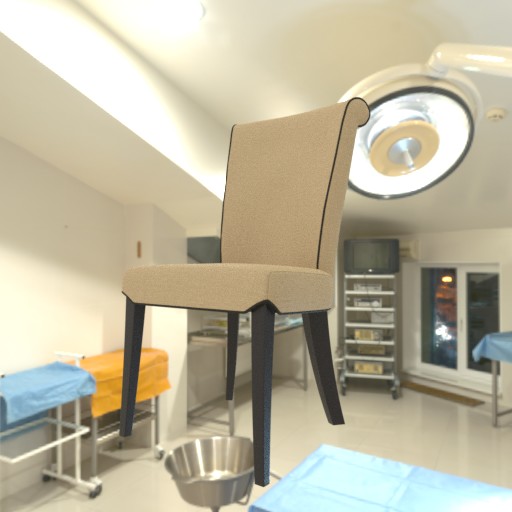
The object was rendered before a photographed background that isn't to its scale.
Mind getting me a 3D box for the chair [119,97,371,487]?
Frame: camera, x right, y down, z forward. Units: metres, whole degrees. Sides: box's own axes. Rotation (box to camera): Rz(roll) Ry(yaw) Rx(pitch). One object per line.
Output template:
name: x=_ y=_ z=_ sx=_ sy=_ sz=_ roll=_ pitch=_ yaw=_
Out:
chair: x=0.000 y=0.000 z=1.339 sx=0.522 sy=0.997 sz=0.623 roll=0 pitch=-1 yaw=35
